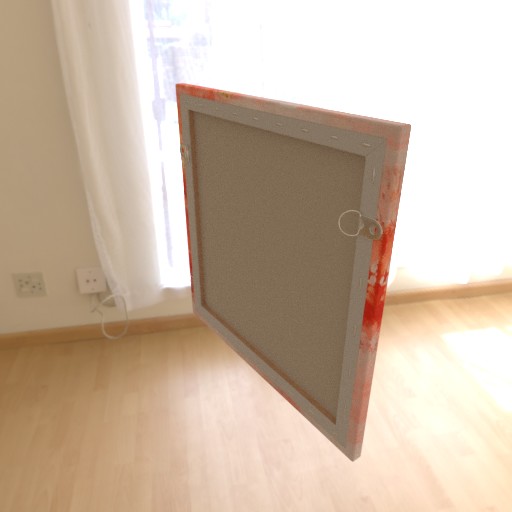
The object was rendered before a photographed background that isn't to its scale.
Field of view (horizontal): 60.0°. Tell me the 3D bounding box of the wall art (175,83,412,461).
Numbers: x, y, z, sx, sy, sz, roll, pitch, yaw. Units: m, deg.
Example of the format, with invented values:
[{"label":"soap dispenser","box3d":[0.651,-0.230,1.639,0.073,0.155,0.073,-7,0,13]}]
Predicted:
[{"label":"wall art","box3d":[0.000,0.000,1.301,0.066,0.878,0.878,-18,32,-32]}]
